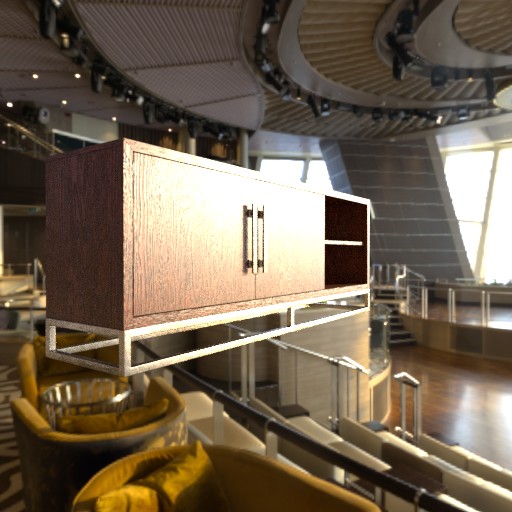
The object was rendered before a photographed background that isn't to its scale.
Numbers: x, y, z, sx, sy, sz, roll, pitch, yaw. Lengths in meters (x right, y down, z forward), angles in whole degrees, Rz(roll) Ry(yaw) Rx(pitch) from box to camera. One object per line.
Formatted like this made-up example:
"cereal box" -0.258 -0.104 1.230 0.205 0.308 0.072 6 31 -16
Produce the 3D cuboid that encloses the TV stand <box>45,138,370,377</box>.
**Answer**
"TV stand" 0.000 0.000 1.789 0.382 0.578 1.541 0 0 36
